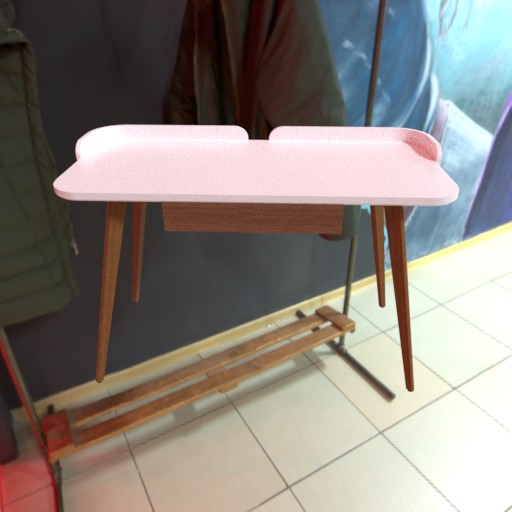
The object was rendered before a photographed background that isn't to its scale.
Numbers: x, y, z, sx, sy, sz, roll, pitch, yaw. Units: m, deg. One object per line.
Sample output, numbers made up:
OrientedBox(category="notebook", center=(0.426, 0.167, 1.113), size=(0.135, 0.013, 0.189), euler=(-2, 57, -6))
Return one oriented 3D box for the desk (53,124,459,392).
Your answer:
OrientedBox(category="desk", center=(0.000, 0.000, 1.626), size=(1.206, 0.807, 0.534), euler=(1, 31, 2))
